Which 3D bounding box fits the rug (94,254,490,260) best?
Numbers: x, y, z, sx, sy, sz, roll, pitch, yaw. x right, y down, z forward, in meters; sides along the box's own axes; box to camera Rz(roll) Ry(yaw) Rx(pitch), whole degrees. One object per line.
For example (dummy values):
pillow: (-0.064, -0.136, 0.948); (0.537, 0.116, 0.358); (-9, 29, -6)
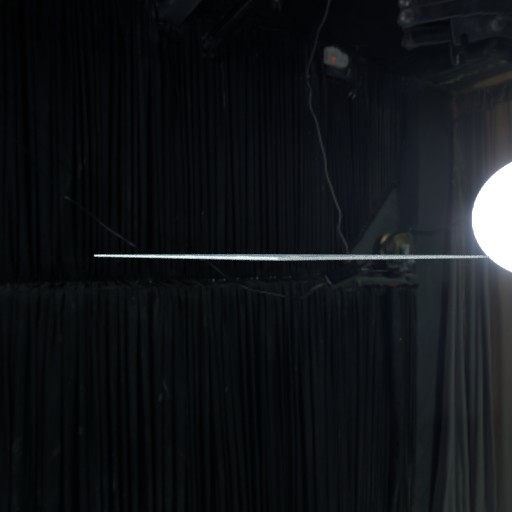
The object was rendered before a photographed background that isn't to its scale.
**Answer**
rug: (0.000, 0.000, 3.070); (1.528, 0.015, 2.443); (0, 0, -35)
